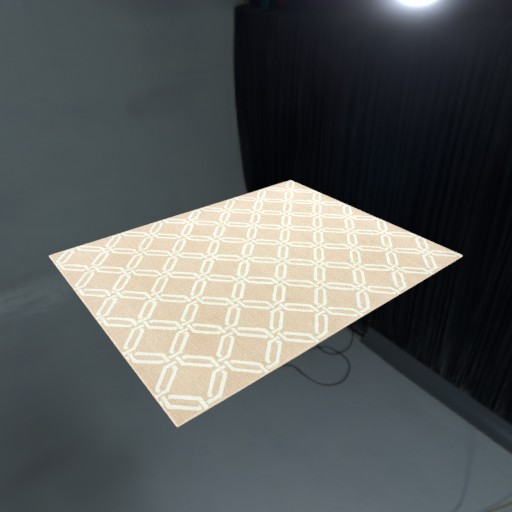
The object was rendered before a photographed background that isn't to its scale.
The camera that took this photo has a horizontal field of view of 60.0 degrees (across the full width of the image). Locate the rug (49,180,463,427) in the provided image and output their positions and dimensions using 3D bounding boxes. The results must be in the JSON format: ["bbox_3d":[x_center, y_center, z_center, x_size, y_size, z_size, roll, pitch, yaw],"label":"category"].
[{"bbox_3d":[0.000,0.000,3.941,2.895,0.018,2.288,-22,38,-32],"label":"rug"}]
